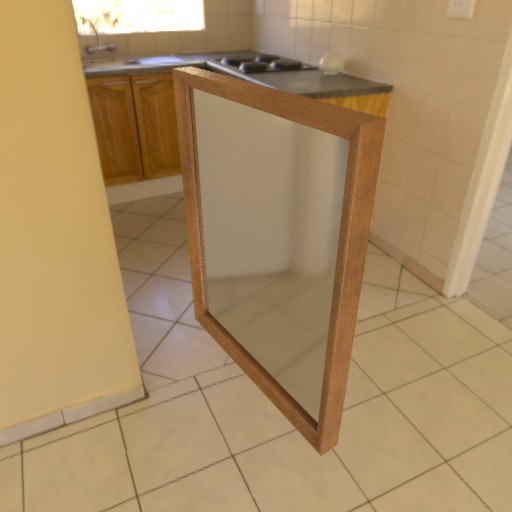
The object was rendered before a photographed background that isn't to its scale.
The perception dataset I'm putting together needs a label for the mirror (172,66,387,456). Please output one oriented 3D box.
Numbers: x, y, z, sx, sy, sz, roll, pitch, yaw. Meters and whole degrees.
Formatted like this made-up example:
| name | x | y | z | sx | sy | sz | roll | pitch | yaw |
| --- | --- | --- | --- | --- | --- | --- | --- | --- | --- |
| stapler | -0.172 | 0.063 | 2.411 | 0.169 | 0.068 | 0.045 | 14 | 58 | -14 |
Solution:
| name | x | y | z | sx | sy | sz | roll | pitch | yaw |
| --- | --- | --- | --- | --- | --- | --- | --- | --- | --- |
| mirror | 0.000 | 0.000 | 0.704 | 0.041 | 0.509 | 0.406 | -20 | 37 | -30 |
